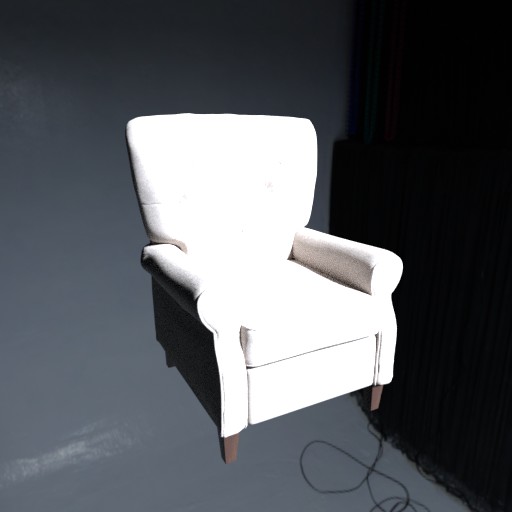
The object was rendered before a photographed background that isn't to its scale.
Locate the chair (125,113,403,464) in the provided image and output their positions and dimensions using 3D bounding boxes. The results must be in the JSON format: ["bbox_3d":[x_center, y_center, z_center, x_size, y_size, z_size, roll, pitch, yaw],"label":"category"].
[{"bbox_3d":[0.000,0.000,1.953,0.942,1.209,1.025,-8,18,-26],"label":"chair"}]
